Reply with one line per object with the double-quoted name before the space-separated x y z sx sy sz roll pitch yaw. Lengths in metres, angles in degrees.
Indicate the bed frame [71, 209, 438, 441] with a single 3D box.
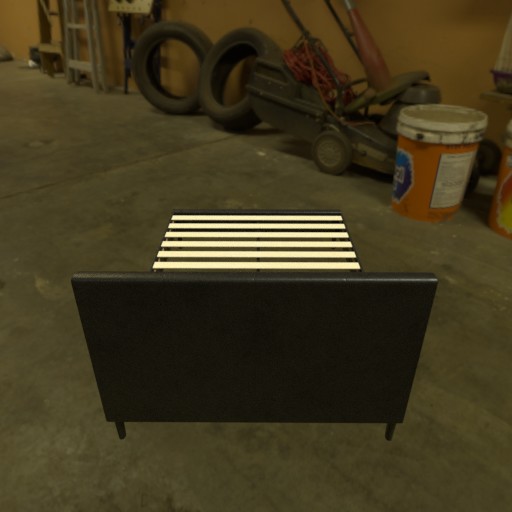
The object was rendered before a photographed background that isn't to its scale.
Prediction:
"bed frame" 0.000 0.000 3.237 1.634 1.127 2.318 0 31 0
